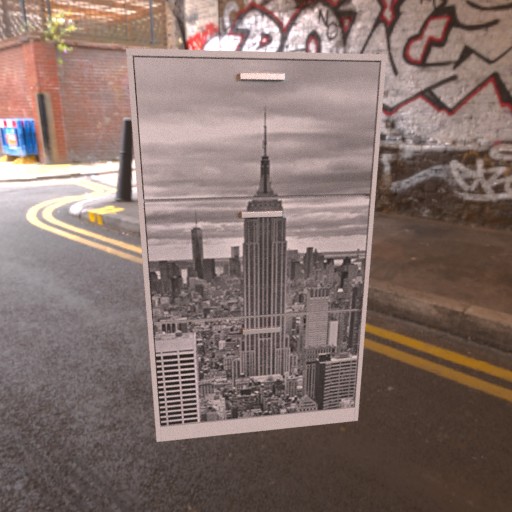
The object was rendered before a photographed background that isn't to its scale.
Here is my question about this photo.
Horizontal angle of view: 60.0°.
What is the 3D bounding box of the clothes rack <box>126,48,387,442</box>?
[{"bbox_3d":[0.000,0.000,1.549,0.750,1.280,0.250,-3,17,-9],"label":"clothes rack"}]
